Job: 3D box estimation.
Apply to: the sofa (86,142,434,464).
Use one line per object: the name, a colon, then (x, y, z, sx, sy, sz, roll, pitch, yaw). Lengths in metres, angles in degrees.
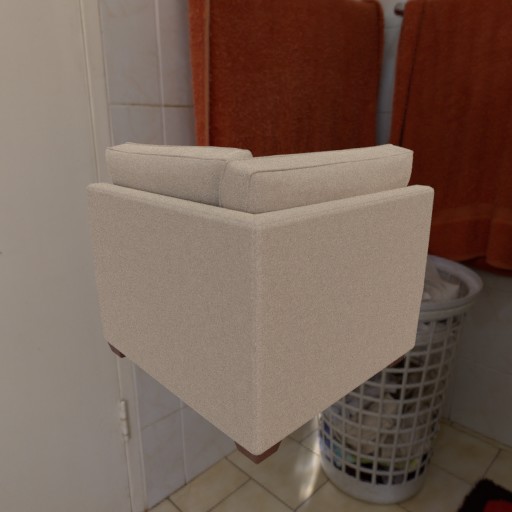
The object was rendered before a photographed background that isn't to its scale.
sofa: (0.000, 0.000, 2.027, 1.084, 1.002, 1.146, -15, 22, -41)
